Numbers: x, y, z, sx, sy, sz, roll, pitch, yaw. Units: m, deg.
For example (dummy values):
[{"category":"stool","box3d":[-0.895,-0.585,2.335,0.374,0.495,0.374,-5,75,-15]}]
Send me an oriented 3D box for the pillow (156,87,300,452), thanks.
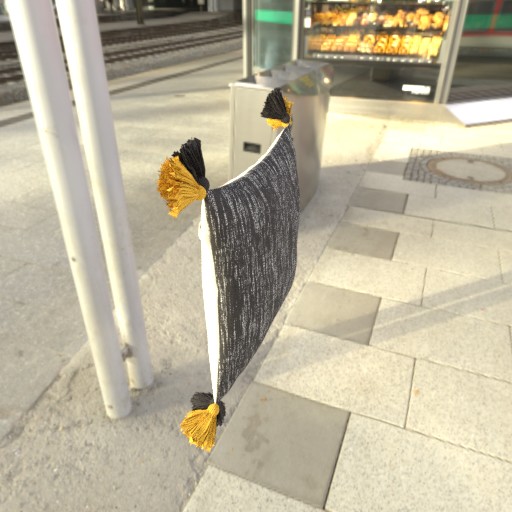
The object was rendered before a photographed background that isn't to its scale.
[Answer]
[{"category":"pillow","box3d":[0.000,0.000,1.006,0.139,0.659,0.654,11,32,17]}]
